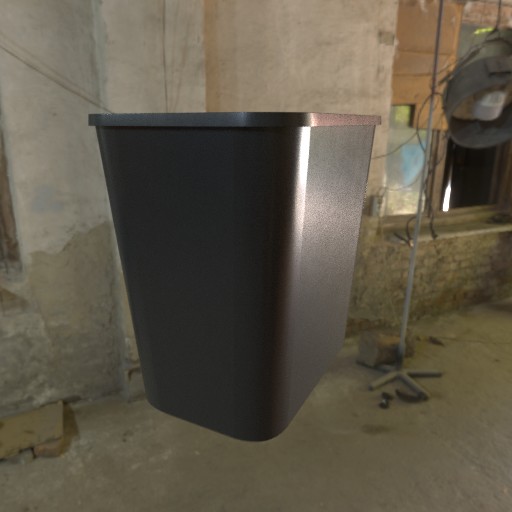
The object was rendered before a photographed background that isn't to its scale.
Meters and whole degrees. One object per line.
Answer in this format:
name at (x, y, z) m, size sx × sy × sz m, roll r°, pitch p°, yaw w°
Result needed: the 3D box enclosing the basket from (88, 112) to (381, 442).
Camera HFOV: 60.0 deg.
basket at (0.000, 0.000, 0.507) m, size 0.211 × 0.307 × 0.300 m, roll 9°, pitch 19°, yaw 26°
